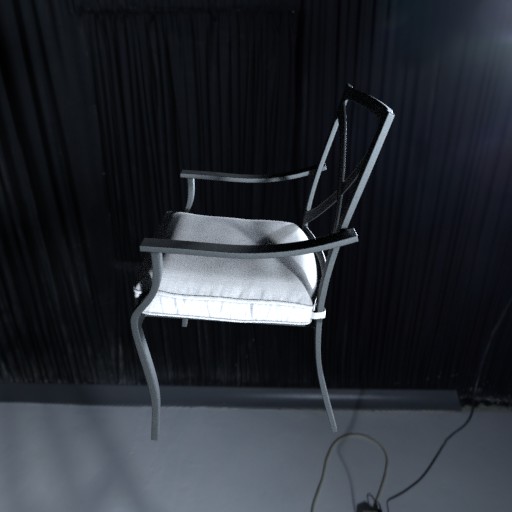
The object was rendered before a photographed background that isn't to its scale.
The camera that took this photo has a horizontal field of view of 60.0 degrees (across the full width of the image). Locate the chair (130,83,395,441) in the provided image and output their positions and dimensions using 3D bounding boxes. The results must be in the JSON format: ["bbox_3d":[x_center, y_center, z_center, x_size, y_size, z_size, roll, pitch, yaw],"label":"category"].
[{"bbox_3d":[0.000,0.000,1.288,0.620,0.889,0.575,0,27,1],"label":"chair"}]
